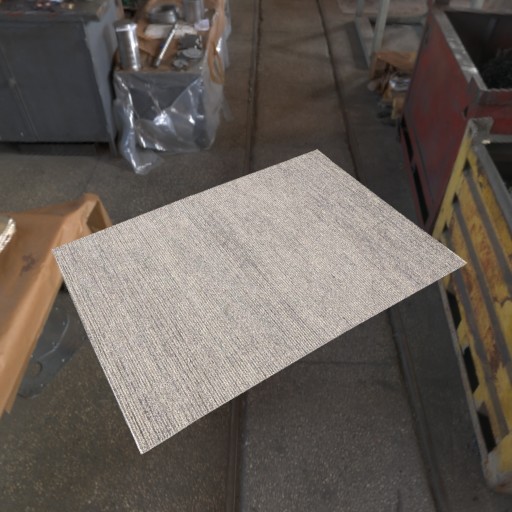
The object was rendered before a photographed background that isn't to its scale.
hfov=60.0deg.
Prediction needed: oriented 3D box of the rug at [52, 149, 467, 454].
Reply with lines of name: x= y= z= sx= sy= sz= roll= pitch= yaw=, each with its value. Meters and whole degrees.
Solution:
rug: x=0.000 y=0.000 z=2.980 sx=2.307 sy=0.030 sz=1.604 roll=-25 pitch=51 yaw=-22
